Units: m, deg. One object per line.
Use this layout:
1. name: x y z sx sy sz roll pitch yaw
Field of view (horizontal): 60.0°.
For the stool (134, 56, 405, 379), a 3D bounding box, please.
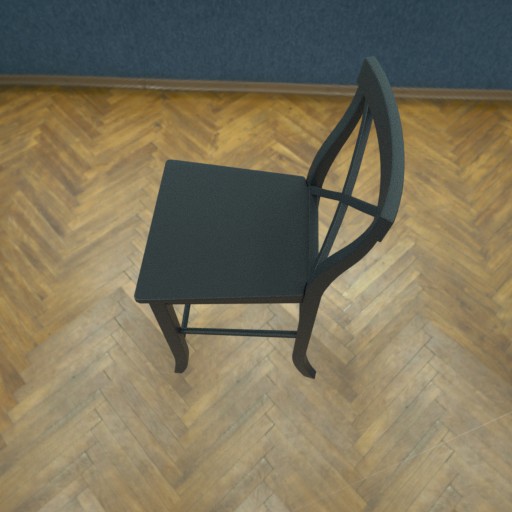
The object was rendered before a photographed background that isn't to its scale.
1. stool: 0.000 0.000 1.268 0.559 0.989 0.452 3 59 2
